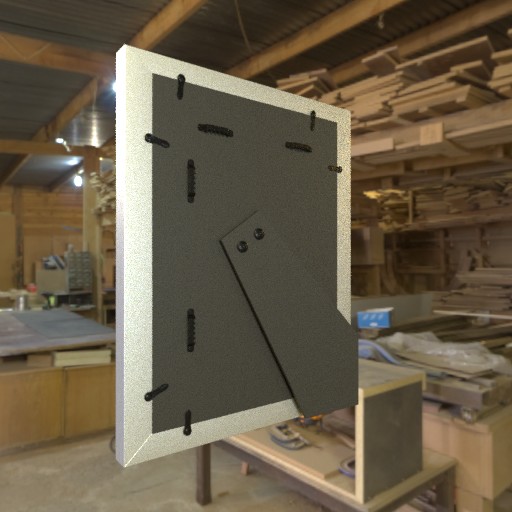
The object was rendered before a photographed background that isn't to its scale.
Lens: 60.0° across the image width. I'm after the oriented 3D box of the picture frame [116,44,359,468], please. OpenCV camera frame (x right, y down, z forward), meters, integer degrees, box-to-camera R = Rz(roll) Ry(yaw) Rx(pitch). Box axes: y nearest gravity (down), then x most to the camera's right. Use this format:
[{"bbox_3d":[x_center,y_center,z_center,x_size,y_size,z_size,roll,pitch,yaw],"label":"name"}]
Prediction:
[{"bbox_3d":[0.000,0.000,0.500,0.307,0.386,0.036,0,0,-37],"label":"picture frame"}]
